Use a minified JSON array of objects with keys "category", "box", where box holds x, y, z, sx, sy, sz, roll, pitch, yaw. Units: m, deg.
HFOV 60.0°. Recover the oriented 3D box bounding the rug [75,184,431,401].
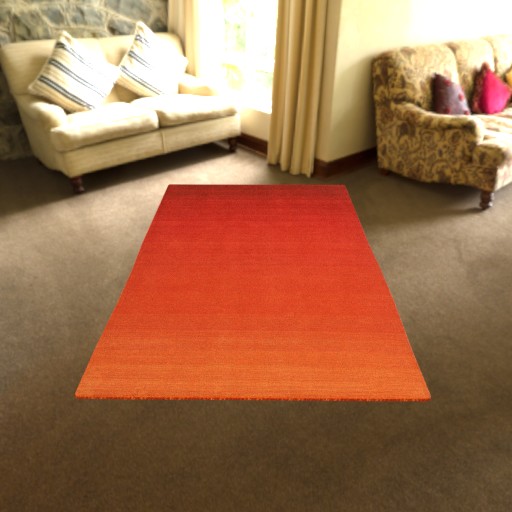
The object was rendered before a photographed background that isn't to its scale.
[{"category":"rug","box":[0.000,0.000,2.284,1.230,0.018,1.835,0,32,0]}]
